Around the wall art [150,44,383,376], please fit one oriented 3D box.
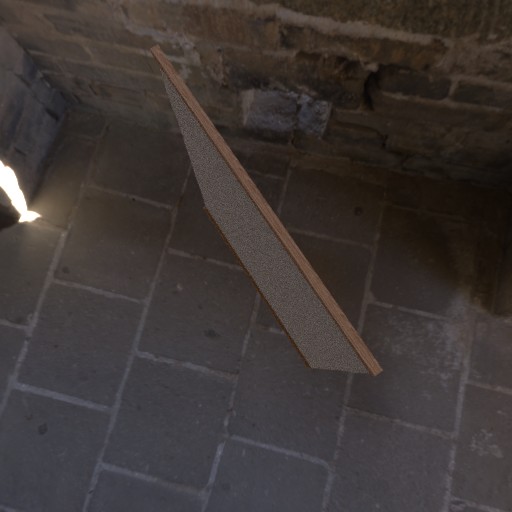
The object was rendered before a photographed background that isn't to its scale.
[{"bbox_3d":[0.000,0.000,0.682,0.010,0.507,0.404,-32,78,-7],"label":"wall art"}]
